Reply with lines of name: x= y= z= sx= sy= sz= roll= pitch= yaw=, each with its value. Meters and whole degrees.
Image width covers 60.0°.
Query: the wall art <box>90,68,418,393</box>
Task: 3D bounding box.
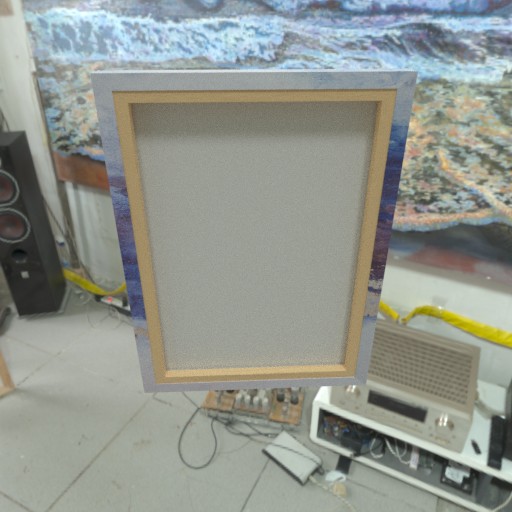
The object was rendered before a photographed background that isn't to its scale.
wall art: x=0.000 y=0.000 z=0.748 sx=0.437 sy=0.581 sz=0.036 roll=-1 pitch=29 yaw=-2
